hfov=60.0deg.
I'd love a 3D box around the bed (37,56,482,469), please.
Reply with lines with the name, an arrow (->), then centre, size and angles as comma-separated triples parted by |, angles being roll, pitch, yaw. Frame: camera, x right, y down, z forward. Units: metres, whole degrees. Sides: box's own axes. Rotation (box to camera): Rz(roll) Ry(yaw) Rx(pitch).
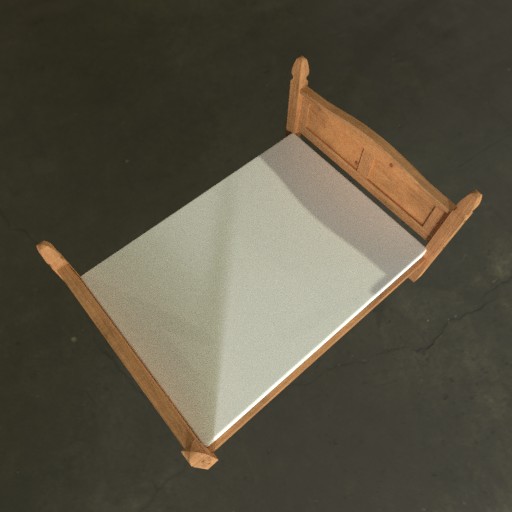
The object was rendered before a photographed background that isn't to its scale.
bed -> 0.000, 0.000, 2.863 | 2.069, 1.100, 1.490 | -37, 69, -17
